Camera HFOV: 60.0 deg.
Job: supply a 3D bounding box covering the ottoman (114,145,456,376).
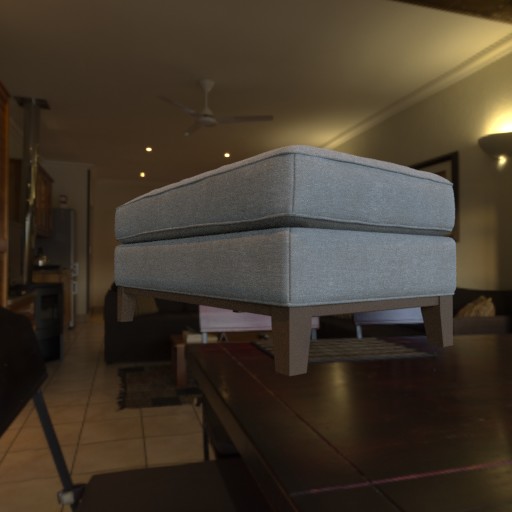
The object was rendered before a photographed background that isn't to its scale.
[{"bbox_3d":[0.000,0.000,1.525,0.648,0.514,1.143,1,-1,-35],"label":"ottoman"}]
